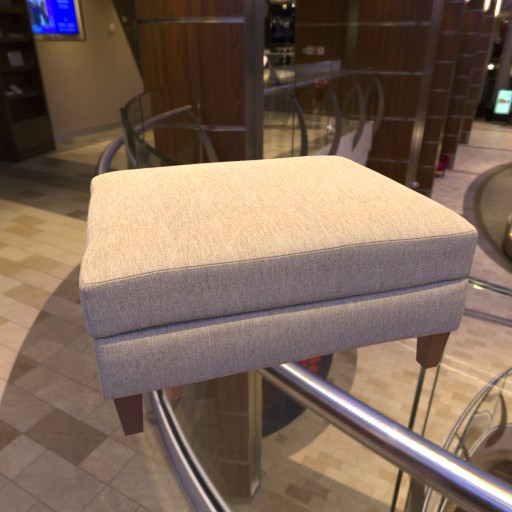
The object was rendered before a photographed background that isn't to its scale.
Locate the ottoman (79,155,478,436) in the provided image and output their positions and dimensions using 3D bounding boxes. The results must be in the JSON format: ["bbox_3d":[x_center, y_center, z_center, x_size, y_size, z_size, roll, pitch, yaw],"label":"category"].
[{"bbox_3d":[0.000,0.000,1.417,0.976,0.492,0.836,-8,27,-15],"label":"ottoman"}]
